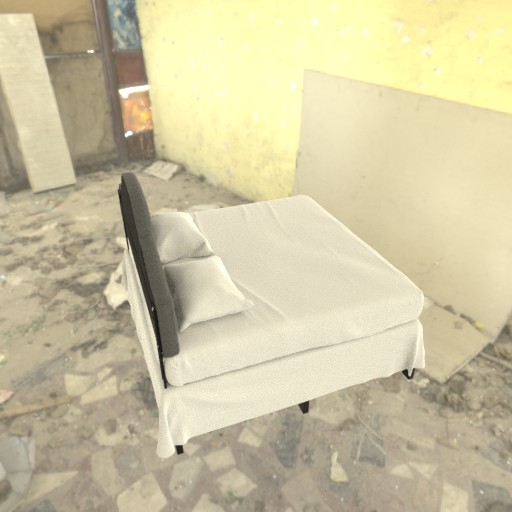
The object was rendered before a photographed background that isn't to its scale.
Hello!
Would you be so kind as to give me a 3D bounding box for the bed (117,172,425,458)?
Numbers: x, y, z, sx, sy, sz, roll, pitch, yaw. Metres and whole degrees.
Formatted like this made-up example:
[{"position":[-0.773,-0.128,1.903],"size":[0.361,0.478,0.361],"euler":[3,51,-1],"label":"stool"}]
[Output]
[{"position":[0.000,0.000,3.766],"size":[2.222,1.631,2.303],"euler":[-11,33,-18],"label":"bed"}]
